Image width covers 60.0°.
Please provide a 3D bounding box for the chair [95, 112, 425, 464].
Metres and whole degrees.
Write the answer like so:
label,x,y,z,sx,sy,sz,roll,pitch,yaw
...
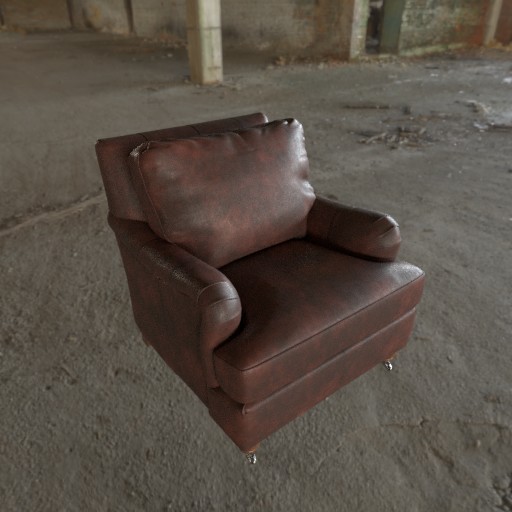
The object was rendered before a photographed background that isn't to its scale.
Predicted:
label,x,y,z,sx,sy,sz,roll,pitch,yaw
chair,0.000,0.000,1.958,0.987,1.051,1.156,-21,36,-32
